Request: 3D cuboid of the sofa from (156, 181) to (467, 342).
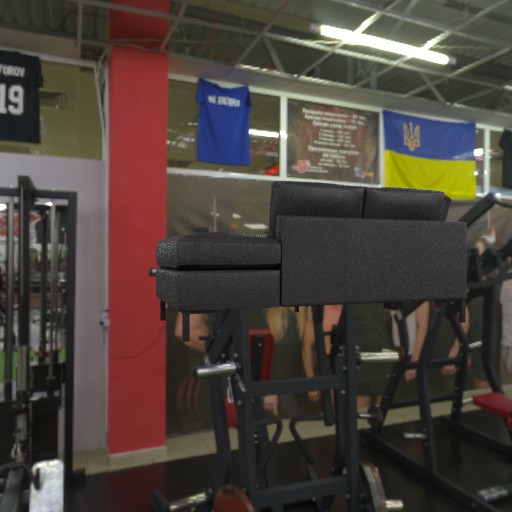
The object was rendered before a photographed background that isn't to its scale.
[{"bbox_3d":[0.000,0.000,3.956,1.938,0.877,2.984,0,0,-20],"label":"sofa"}]
